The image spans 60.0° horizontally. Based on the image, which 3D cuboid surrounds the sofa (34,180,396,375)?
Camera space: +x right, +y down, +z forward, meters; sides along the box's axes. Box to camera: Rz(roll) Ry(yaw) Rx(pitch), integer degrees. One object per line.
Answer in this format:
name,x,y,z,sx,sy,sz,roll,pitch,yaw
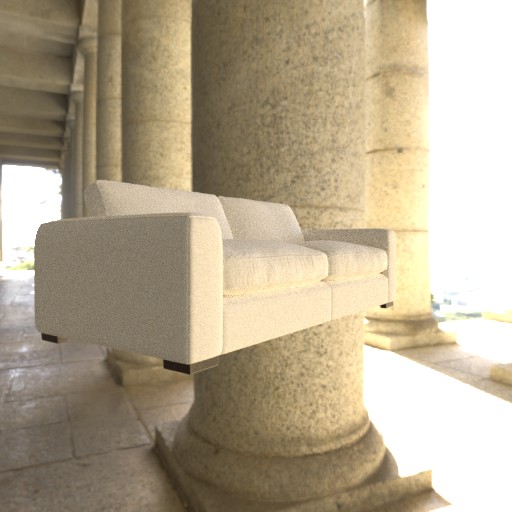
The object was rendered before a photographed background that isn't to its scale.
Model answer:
sofa,0.000,0.000,2.754,1.070,0.801,2.262,1,2,36
